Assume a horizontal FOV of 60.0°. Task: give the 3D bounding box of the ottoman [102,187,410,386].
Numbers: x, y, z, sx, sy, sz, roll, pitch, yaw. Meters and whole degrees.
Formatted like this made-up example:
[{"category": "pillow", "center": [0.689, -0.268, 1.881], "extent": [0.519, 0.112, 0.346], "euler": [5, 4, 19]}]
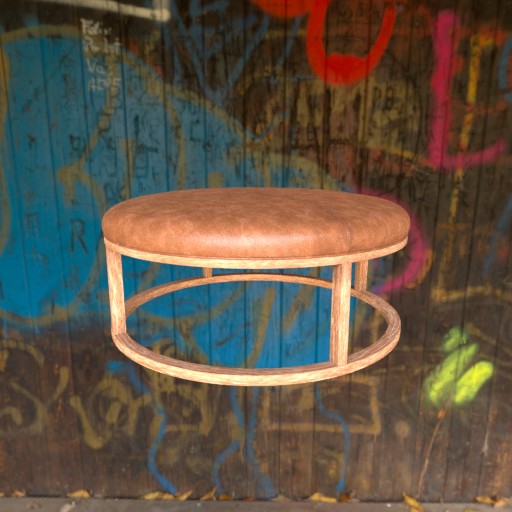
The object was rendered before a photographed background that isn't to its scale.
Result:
[{"category": "ottoman", "center": [0.000, 0.000, 1.555], "extent": [1.006, 0.445, 1.006], "euler": [0, 13, 0]}]
